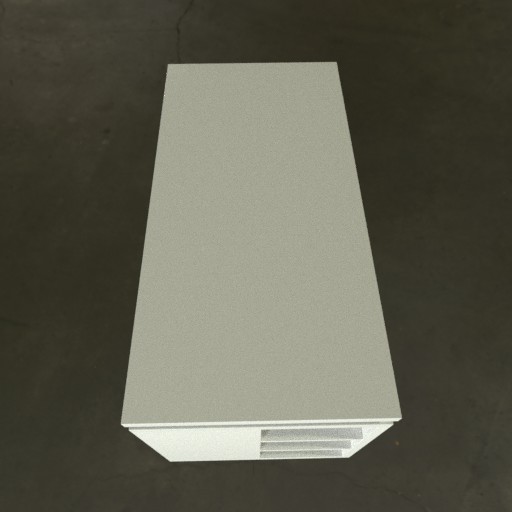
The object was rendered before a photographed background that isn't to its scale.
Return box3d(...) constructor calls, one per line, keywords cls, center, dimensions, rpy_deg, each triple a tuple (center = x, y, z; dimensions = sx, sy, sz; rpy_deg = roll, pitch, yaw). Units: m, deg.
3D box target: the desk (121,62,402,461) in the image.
box3d(cls="desk", center=(0.000, 0.000, 1.766), dimensions=(0.690, 0.740, 1.400), rpy_deg=(-1, 59, -1))
